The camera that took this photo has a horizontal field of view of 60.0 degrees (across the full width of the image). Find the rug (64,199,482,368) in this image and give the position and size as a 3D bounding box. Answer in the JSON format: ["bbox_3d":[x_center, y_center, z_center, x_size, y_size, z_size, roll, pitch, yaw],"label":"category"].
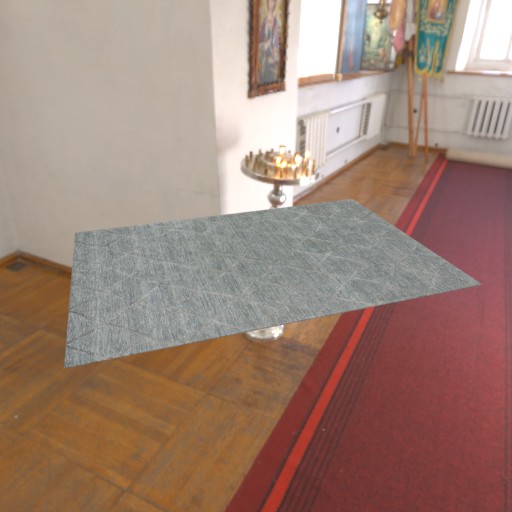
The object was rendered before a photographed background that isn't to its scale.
[{"bbox_3d":[0.000,0.000,2.916,2.283,0.006,1.521,-9,29,-16],"label":"rug"}]
